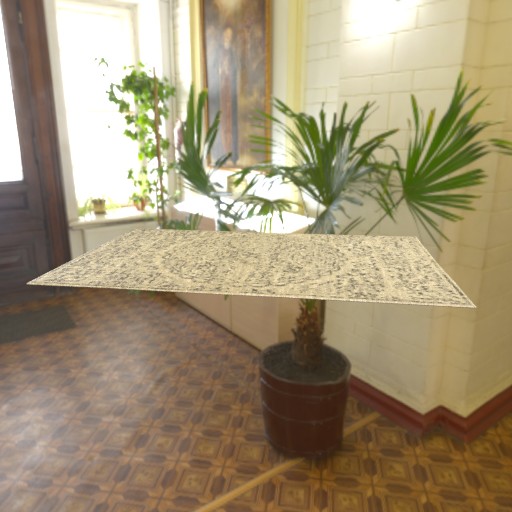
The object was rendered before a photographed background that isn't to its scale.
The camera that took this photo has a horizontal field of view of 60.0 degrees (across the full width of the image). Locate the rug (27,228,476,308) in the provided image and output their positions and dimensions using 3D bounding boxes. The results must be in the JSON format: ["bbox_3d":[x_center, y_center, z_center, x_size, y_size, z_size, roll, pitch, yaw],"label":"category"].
[{"bbox_3d":[0.000,0.000,3.105,2.447,0.021,1.527,2,16,8],"label":"rug"}]
